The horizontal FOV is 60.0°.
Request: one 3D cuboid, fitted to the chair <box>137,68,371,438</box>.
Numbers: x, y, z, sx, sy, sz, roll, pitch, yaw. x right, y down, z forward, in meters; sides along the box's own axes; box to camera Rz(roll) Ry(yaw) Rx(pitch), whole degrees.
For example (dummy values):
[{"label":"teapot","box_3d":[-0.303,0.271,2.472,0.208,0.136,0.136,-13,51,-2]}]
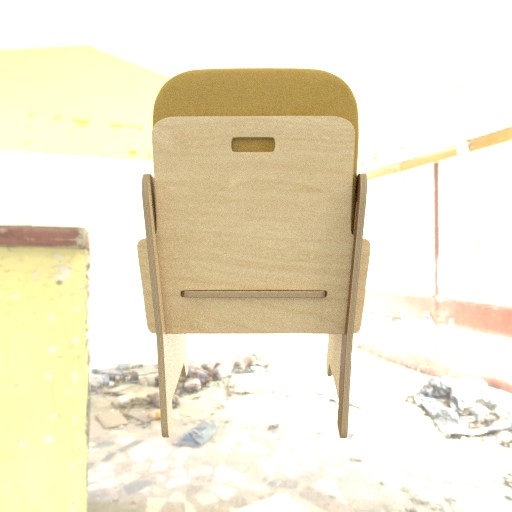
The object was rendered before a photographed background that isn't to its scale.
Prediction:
[{"label":"chair","box_3d":[0.000,0.000,1.264,0.590,0.800,0.710,0,0,1]}]
